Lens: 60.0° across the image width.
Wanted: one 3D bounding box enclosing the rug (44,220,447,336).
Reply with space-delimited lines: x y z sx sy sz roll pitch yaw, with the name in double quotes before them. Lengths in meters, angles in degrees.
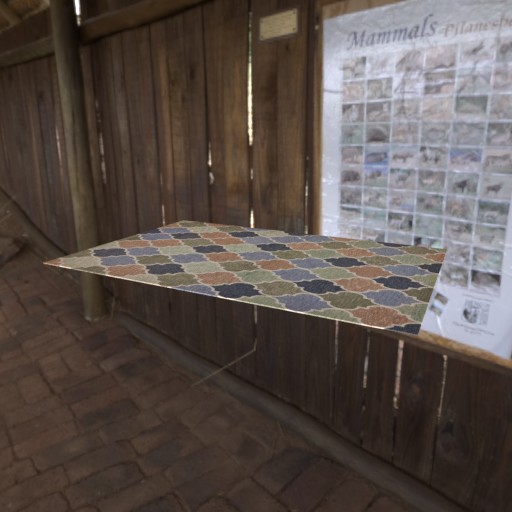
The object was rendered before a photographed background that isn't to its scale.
"rug" 0.000 0.000 3.000 2.284 0.006 1.521 8 18 26
